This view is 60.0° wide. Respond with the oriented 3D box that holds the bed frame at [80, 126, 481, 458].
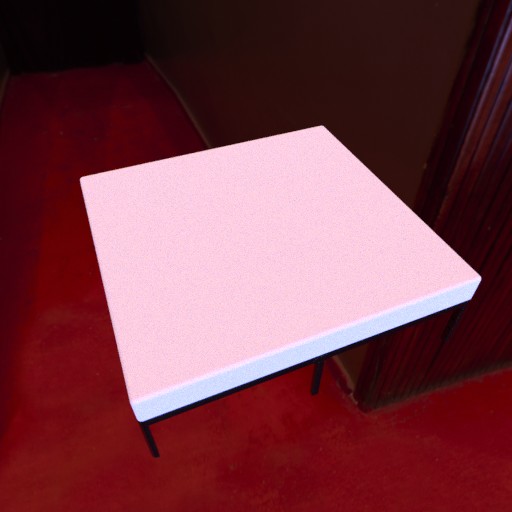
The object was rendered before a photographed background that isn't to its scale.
[{"bbox_3d":[0.000,0.000,3.176,2.079,0.659,1.963,-16,47,-16],"label":"bed frame"}]
